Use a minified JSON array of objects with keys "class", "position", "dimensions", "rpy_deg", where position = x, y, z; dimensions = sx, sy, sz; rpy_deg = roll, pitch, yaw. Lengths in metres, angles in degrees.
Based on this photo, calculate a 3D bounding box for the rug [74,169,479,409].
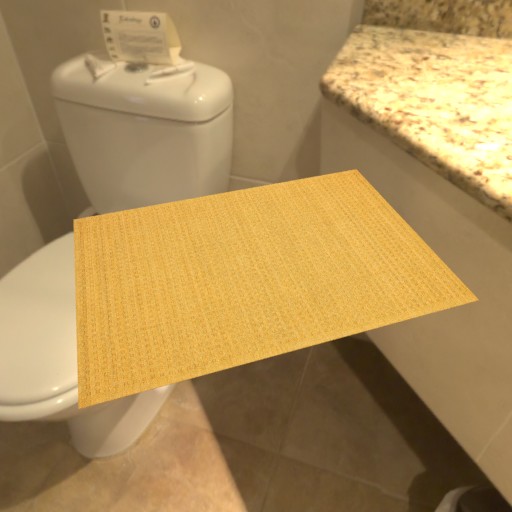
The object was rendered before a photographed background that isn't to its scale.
[{"class":"rug","position":[0.000,0.000,3.716],"dimensions":[2.895,0.006,1.981],"rpy_deg":[-12,43,-13]}]
